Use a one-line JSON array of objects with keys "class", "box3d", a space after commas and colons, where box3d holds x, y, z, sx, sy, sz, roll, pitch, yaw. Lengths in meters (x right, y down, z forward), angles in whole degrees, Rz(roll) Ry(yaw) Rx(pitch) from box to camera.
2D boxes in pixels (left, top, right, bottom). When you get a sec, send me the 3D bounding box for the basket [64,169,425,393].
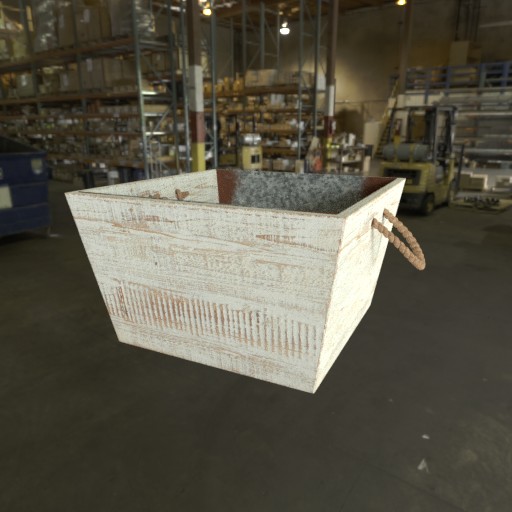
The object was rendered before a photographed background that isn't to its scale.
[{"class": "basket", "box3d": [0.000, 0.000, 0.763, 0.545, 0.247, 0.413, 8, 18, 25]}]
